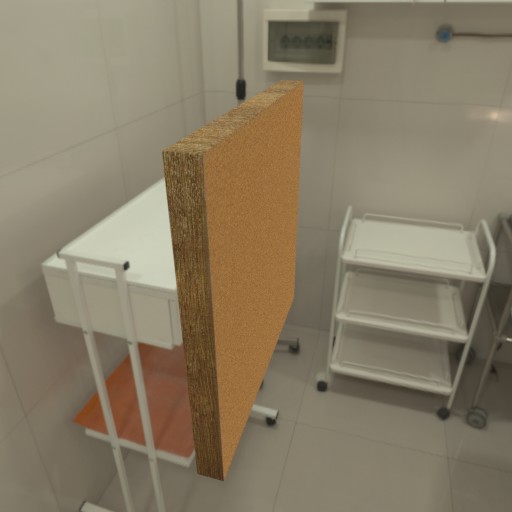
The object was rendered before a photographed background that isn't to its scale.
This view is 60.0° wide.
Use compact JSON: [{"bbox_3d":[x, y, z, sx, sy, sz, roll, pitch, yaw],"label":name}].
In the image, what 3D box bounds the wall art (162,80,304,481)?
[{"bbox_3d":[0.000,0.000,0.612,0.039,0.403,0.406,8,30,14],"label":"wall art"}]
